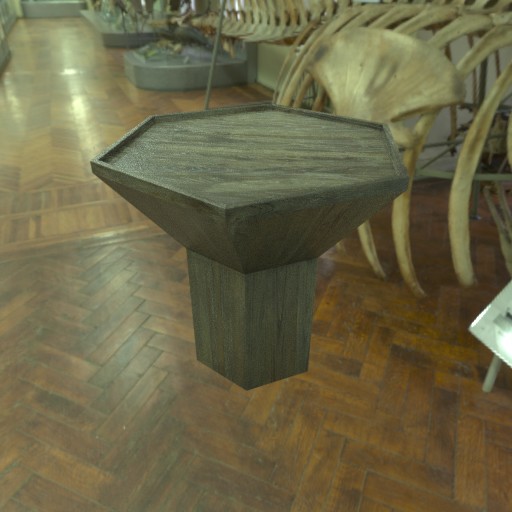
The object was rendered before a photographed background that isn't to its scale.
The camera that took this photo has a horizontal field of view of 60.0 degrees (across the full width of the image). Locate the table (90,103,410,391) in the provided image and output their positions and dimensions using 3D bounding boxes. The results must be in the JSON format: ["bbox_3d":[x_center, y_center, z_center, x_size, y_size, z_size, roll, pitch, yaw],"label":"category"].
[{"bbox_3d":[0.000,0.000,1.109,0.683,0.586,0.592,22,38,31],"label":"table"}]
